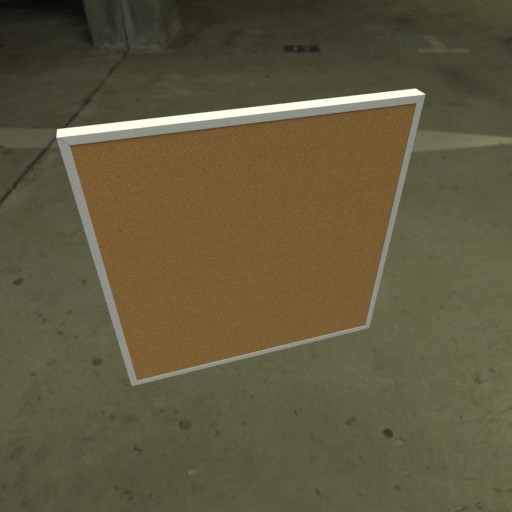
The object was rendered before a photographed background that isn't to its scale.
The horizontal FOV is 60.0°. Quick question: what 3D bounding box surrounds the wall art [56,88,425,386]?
[{"bbox_3d":[0.000,0.000,1.138,0.762,0.762,0.038,-11,41,-13],"label":"wall art"}]
